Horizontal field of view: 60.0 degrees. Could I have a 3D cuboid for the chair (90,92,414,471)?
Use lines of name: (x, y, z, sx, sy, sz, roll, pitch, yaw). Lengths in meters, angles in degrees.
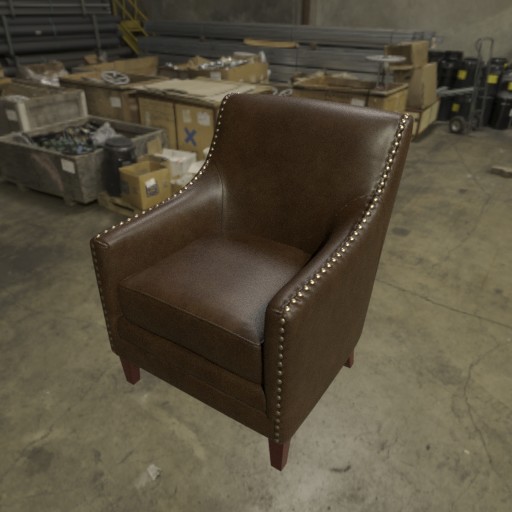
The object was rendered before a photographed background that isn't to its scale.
chair: (0.000, 0.000, 1.331, 0.639, 0.813, 0.704, 18, 35, 28)
